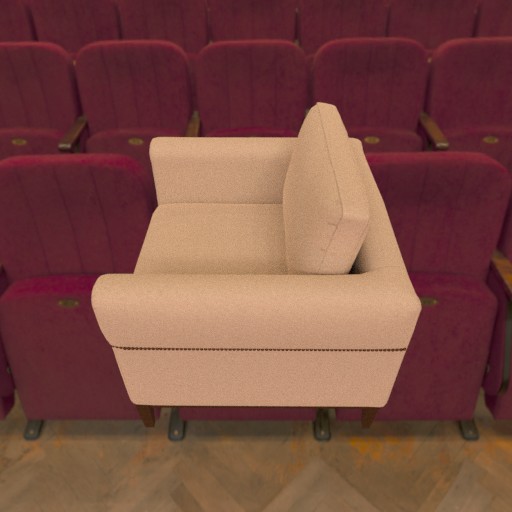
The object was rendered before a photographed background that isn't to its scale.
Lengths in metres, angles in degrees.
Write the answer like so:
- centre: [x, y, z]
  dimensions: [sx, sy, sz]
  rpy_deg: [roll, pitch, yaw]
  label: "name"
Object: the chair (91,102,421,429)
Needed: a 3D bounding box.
- centre: [0.000, 0.000, 1.681]
  dimensions: [0.896, 0.915, 0.982]
  rpy_deg: [0, 41, 0]
  label: "chair"
